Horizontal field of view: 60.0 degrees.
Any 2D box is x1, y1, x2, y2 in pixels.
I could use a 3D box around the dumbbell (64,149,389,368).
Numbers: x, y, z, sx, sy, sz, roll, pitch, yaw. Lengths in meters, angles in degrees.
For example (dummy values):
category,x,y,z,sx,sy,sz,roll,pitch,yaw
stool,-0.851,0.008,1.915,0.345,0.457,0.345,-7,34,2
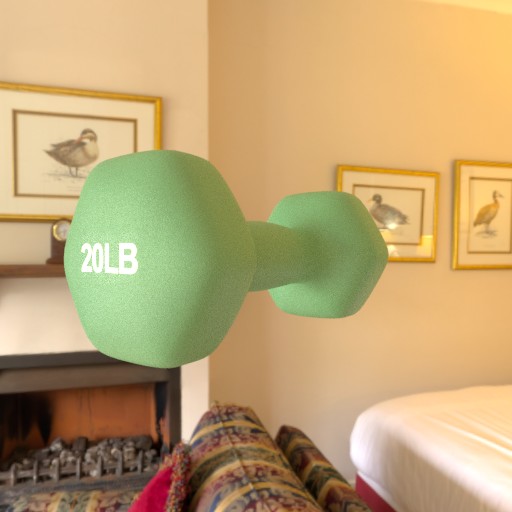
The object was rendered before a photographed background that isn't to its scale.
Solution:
category,x,y,z,sx,sy,sz,roll,pitch,yaw
dumbbell,0.000,0.000,0.327,0.126,0.114,0.257,1,1,36
